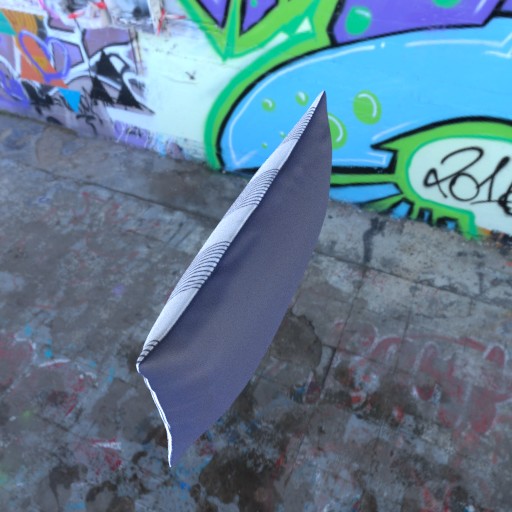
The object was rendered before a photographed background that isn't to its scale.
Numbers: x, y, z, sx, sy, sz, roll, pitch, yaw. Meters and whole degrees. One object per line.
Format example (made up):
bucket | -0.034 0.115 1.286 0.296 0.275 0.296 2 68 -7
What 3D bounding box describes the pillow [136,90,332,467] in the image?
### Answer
pillow | 0.000 0.000 0.718 0.151 0.287 0.610 17 49 16
